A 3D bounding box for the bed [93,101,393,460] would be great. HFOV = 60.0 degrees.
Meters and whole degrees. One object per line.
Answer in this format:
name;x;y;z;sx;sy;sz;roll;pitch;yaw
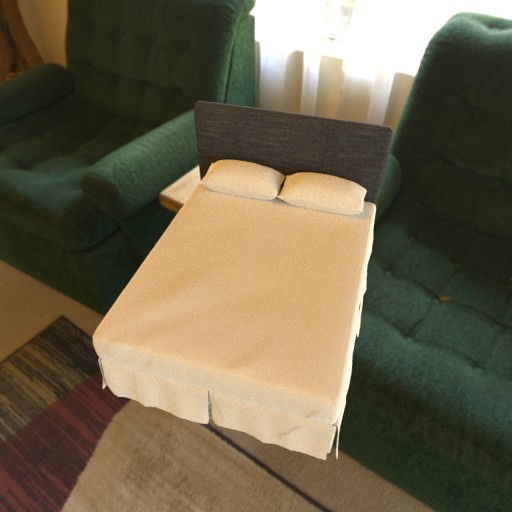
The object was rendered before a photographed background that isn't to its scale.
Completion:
bed;0.000;0.000;3.313;1.723;1.330;2.142;12;44;12
